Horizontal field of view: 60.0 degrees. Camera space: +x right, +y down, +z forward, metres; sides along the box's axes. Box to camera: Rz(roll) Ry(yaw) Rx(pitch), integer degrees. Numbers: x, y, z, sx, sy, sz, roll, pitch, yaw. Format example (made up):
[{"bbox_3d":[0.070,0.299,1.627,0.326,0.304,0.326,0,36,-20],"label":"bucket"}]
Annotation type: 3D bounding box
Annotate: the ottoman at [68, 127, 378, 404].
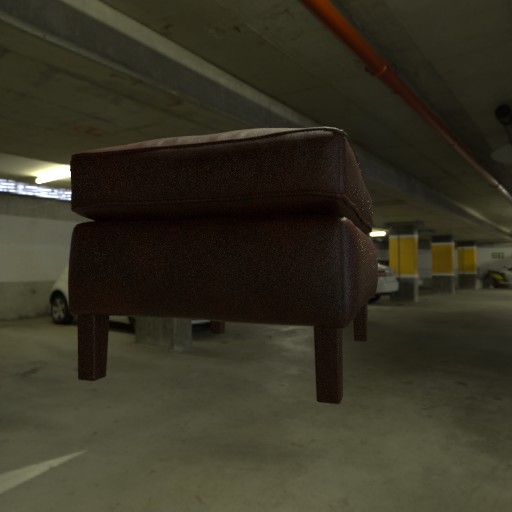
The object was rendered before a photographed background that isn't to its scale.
[{"bbox_3d":[0.000,0.000,0.971,0.501,0.432,0.665,-1,-2,18],"label":"ottoman"}]
